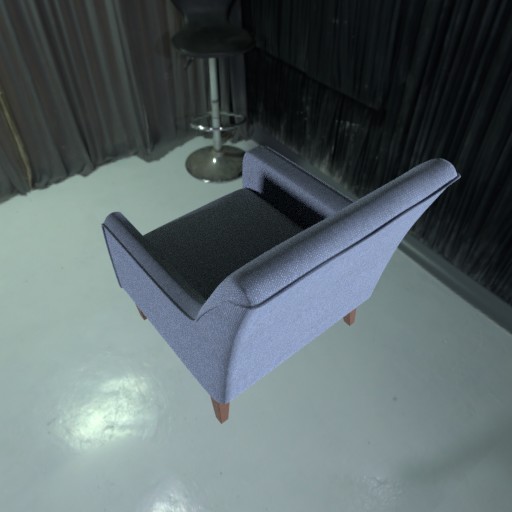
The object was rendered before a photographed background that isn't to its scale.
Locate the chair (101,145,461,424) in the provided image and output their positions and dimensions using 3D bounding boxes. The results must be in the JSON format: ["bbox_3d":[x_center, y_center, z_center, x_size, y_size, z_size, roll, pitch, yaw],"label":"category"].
[{"bbox_3d":[0.000,0.000,1.616,0.780,0.919,0.899,-30,52,-27],"label":"chair"}]
